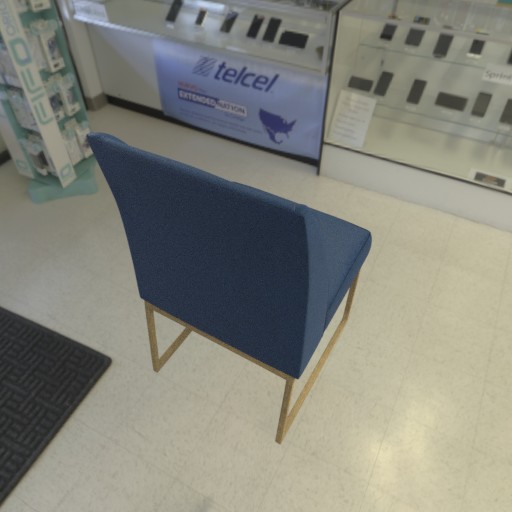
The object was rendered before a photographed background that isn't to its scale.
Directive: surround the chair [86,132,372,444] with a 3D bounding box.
[{"bbox_3d":[0.000,0.000,1.217,0.508,0.863,0.522,23,50,21],"label":"chair"}]
